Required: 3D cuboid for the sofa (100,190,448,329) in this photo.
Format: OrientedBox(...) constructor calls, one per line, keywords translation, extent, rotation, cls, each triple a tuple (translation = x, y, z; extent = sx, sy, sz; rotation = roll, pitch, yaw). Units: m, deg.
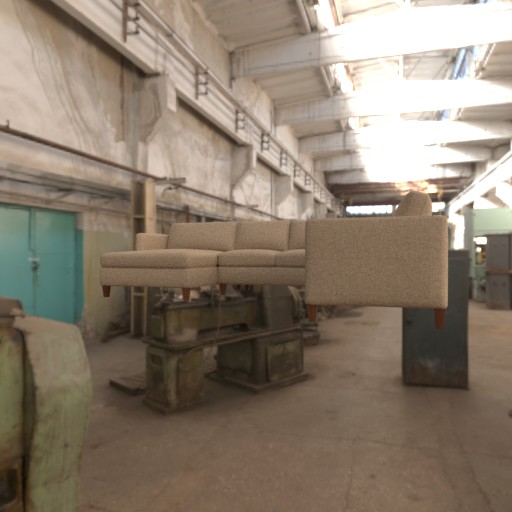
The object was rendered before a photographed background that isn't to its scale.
OrientedBox(translation=(0.000, 0.000, 4.464), extent=(3.403, 0.889, 2.551), rotation=(0, 0, 19), cls="sofa")
